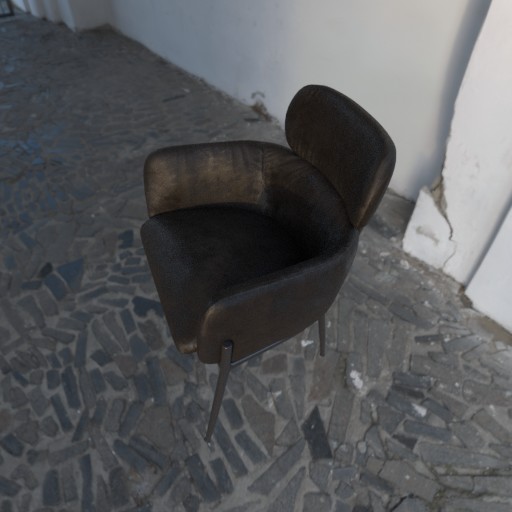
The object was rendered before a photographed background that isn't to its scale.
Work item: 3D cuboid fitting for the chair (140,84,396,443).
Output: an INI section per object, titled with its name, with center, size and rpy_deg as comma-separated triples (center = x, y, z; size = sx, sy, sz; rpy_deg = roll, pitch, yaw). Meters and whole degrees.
[chair]
center = 0.000, 0.000, 1.311
size = 0.604, 0.818, 0.640
rpy_deg = -16, 49, -15
